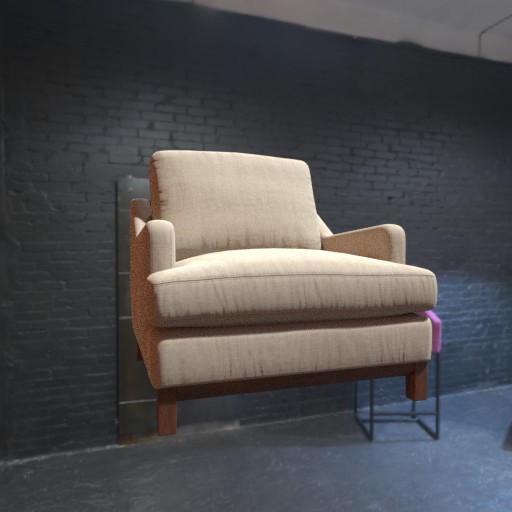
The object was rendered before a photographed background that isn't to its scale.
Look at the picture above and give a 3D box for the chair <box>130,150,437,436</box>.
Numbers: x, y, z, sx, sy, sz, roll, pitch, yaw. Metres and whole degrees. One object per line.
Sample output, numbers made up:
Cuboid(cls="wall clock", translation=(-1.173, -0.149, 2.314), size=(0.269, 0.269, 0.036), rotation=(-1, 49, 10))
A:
Cuboid(cls="chair", translation=(0.000, 0.000, 1.721), size=(0.912, 0.916, 1.001), rotation=(0, 1, -19))
